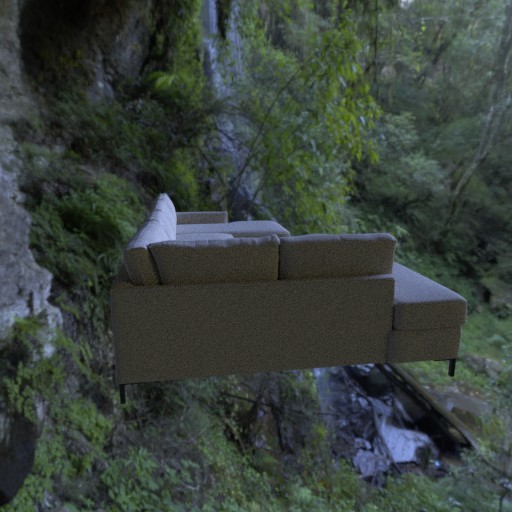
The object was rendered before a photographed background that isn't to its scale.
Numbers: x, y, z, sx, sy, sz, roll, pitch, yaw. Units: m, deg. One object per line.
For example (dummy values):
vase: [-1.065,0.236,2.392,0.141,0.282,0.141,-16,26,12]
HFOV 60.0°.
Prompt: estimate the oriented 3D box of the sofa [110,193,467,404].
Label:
sofa: [0.000,0.000,3.779,1.989,0.862,2.984,-2,14,-9]
